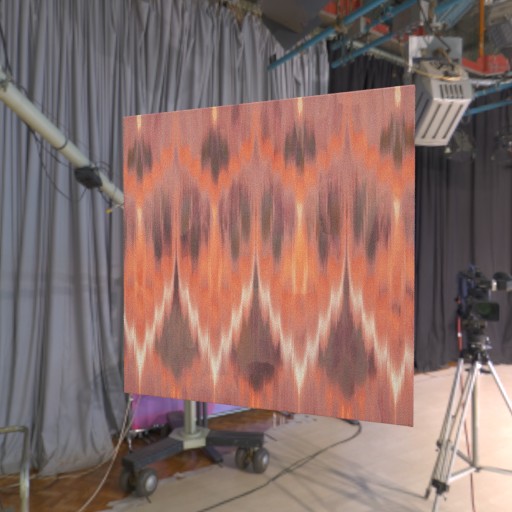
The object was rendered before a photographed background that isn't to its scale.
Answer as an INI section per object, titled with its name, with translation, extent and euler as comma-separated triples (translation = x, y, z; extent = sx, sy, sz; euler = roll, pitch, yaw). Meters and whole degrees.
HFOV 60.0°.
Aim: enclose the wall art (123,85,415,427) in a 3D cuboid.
[wall art]
translation = 0.000, 0.000, 0.898
extent = 0.603, 0.609, 0.037
euler = 0, 1, 18
